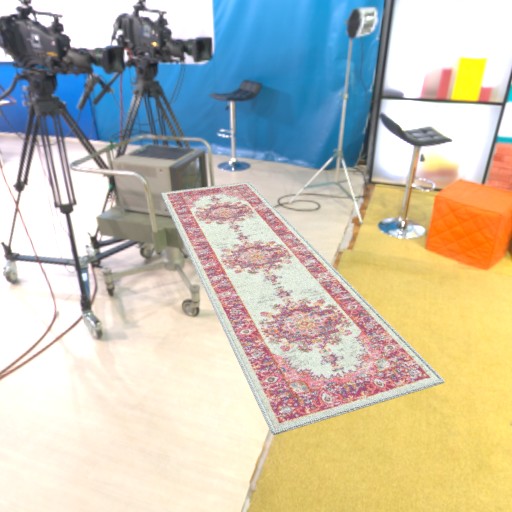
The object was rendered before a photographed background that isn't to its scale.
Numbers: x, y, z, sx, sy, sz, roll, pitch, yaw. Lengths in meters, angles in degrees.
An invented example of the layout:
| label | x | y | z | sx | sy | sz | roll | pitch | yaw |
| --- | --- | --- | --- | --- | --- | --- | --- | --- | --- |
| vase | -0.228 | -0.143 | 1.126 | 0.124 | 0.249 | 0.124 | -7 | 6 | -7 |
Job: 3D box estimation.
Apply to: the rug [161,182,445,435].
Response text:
| label | x | y | z | sx | sy | sz | roll | pitch | yaw |
| --- | --- | --- | --- | --- | --- | --- | --- | --- | --- |
| rug | 0.000 | 0.000 | 1.994 | 0.562 | 0.009 | 1.824 | -10 | 31 | -17 |
